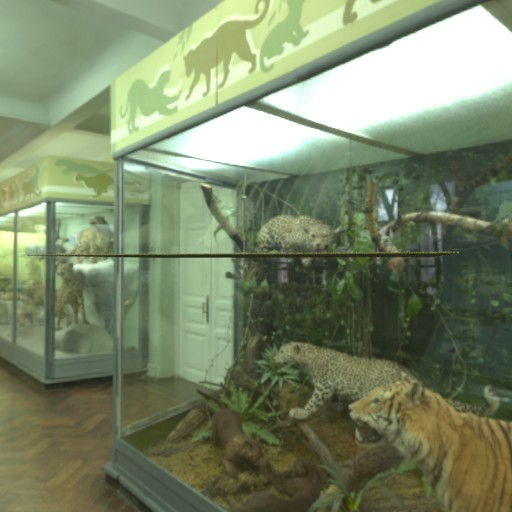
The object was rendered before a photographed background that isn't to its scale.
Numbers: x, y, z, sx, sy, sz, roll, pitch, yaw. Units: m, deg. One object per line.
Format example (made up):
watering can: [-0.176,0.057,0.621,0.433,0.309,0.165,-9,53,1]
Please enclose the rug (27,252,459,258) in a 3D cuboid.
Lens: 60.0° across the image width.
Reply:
rug: [0.000,0.000,2.940,2.297,0.007,1.529,0,-1,18]
